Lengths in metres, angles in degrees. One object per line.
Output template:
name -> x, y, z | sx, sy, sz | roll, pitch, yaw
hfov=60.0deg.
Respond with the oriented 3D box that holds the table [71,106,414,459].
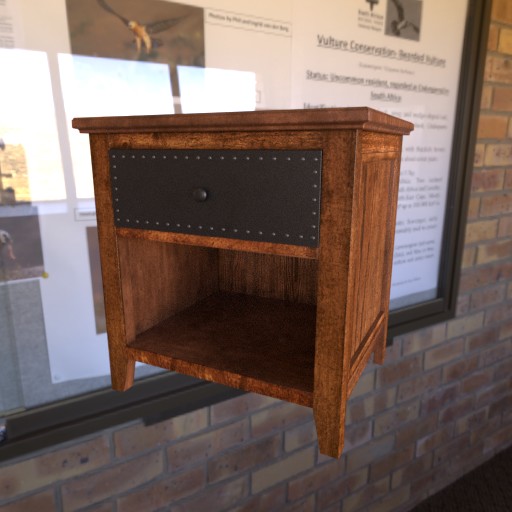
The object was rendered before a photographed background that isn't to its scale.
table -> 0.000, 0.000, 1.015 | 0.586, 0.597, 0.461 | 7, 15, 25
